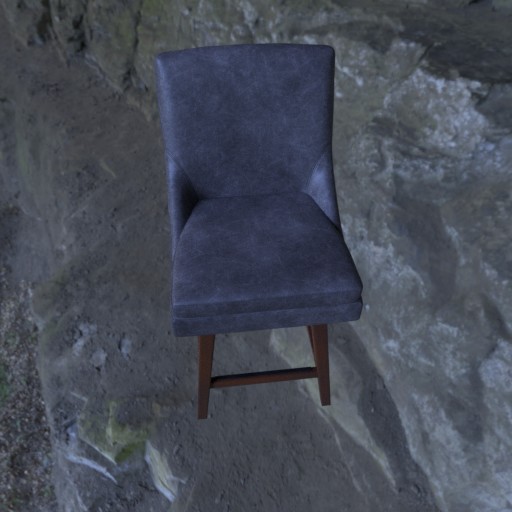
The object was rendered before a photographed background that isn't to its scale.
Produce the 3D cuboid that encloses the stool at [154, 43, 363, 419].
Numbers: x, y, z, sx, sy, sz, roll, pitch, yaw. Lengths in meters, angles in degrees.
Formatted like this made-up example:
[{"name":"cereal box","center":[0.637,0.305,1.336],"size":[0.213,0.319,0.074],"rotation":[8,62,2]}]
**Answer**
[{"name":"stool","center":[0.000,0.000,1.355],"size":[0.492,1.046,0.587],"rotation":[-5,46,-4]}]
